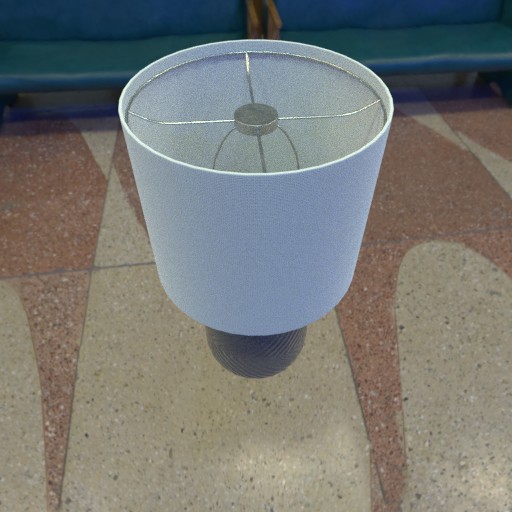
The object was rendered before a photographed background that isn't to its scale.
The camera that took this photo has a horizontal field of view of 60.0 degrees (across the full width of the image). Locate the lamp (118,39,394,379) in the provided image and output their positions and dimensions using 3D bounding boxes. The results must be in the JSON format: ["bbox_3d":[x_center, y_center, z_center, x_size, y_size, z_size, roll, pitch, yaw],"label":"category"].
[{"bbox_3d":[0.000,0.000,0.473,0.207,0.366,0.207,-4,47,-3],"label":"lamp"}]
